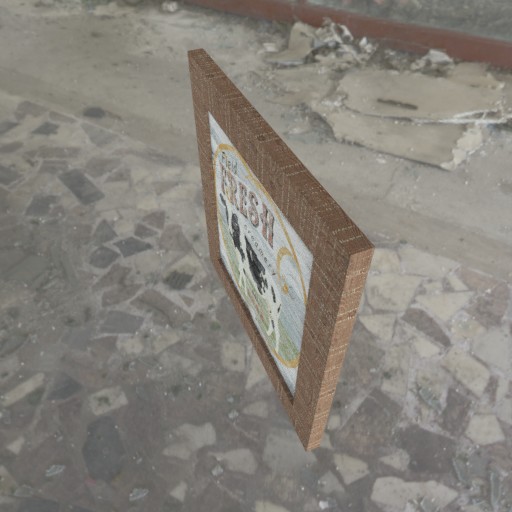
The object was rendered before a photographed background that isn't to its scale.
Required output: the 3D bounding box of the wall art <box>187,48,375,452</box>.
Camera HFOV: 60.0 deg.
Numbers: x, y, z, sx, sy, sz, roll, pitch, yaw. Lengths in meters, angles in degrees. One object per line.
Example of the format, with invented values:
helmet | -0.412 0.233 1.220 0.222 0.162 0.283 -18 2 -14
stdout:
wall art | 0.000 0.000 0.797 0.029 0.531 0.531 -18 49 -16
